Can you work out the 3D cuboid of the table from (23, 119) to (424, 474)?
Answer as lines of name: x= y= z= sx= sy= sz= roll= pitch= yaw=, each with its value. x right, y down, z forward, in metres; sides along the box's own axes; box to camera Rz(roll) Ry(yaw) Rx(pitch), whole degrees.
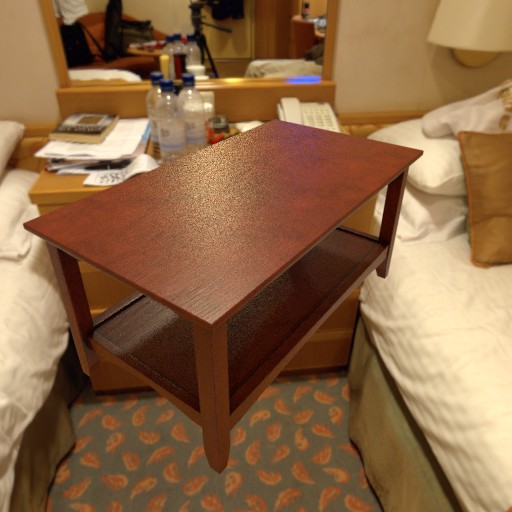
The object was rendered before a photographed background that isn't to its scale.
table: x=0.000 y=0.000 z=1.245 sx=0.533 sy=0.456 sz=0.943 roll=22 pitch=39 yaw=30
